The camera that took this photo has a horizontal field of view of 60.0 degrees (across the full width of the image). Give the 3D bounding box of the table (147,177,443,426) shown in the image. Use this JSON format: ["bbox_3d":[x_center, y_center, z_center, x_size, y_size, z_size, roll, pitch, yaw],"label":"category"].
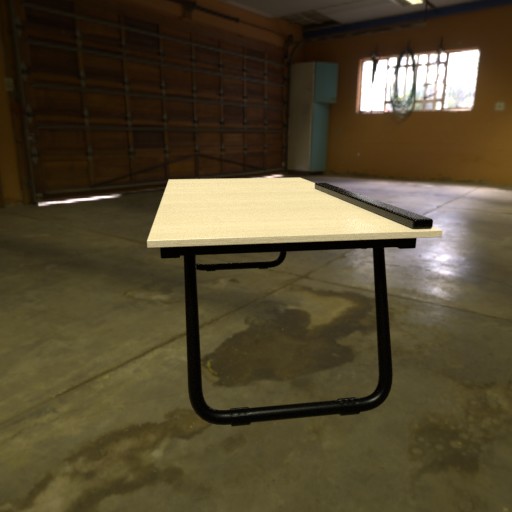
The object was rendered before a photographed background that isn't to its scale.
[{"bbox_3d":[0.000,0.000,0.805,0.322,0.242,0.644,-2,15,-9],"label":"table"}]
